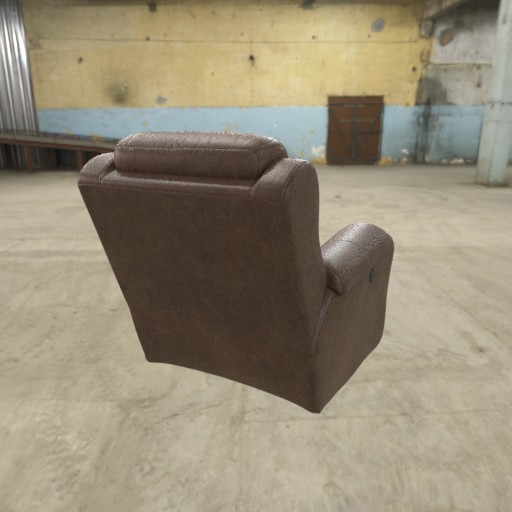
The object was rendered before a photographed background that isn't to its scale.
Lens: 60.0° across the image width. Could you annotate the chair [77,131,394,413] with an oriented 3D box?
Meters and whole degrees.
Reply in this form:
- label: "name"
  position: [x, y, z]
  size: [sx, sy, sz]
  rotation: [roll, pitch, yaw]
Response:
- label: "chair"
  position: [0.000, 0.000, 1.814]
  size: [0.940, 0.990, 1.067]
  rotation: [9, 19, 27]
